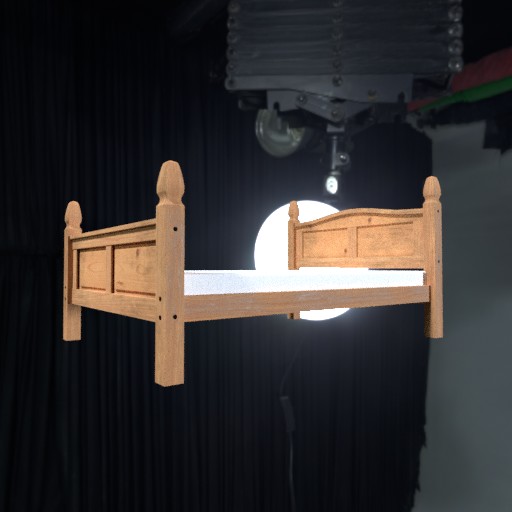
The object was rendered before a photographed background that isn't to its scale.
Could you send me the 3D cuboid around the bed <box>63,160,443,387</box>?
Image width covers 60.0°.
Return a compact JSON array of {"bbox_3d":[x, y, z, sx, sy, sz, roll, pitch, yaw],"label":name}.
[{"bbox_3d":[0.000,0.000,2.982,2.069,1.100,1.490,1,-2,-38],"label":"bed"}]
